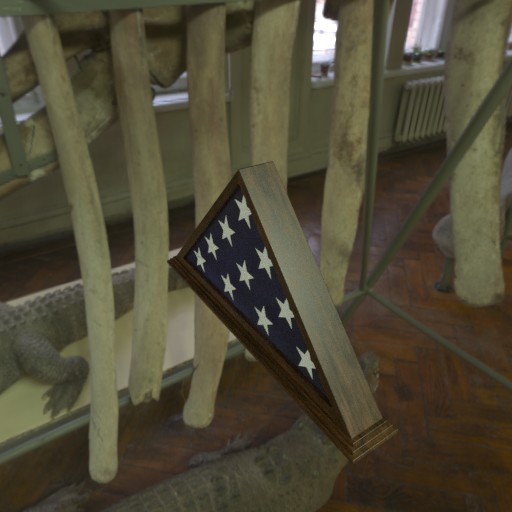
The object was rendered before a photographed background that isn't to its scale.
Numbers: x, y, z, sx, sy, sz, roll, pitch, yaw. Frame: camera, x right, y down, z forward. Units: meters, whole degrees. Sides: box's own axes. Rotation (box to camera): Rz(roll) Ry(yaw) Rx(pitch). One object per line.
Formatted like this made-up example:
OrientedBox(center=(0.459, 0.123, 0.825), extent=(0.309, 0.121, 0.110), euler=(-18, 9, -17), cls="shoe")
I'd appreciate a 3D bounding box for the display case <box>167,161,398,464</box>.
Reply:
OrientedBox(center=(0.000, 0.000, 0.793), extent=(0.095, 0.340, 0.640), euler=(-20, 37, -28), cls="display case")
